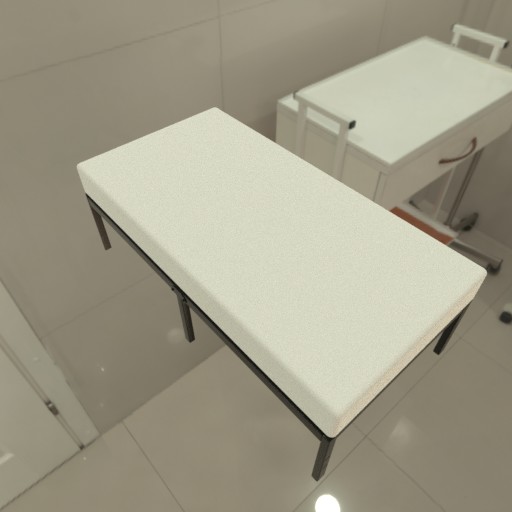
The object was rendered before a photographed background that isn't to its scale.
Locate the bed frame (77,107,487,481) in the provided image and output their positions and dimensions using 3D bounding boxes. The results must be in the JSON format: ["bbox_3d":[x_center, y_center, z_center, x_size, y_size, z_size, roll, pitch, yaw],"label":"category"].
[{"bbox_3d":[0.000,0.000,2.443,1.023,0.659,1.950,-33,55,-27],"label":"bed frame"}]
